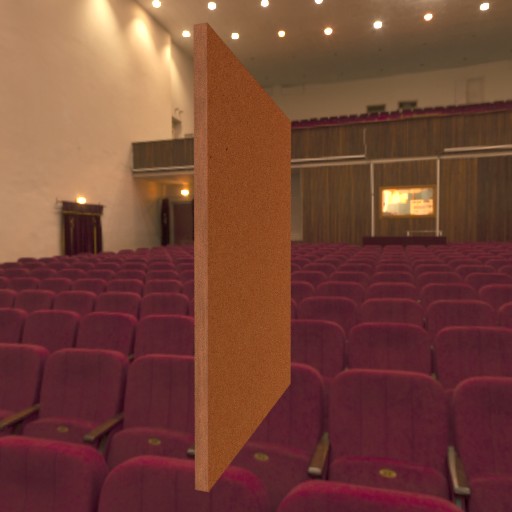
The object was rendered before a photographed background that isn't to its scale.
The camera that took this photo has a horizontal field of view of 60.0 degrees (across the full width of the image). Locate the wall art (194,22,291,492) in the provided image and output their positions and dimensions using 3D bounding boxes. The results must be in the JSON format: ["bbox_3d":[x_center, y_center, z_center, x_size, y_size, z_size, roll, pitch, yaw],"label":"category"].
[{"bbox_3d":[0.000,0.000,0.811,0.020,0.613,0.481,0,1,17],"label":"wall art"}]
